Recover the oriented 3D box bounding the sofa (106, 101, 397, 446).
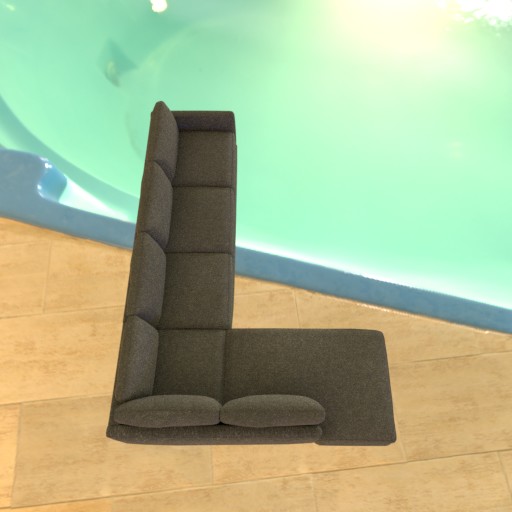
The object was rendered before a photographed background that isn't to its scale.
[{"bbox_3d":[0.000,0.000,3.753,2.007,0.815,2.949,0,64,0],"label":"sofa"}]
